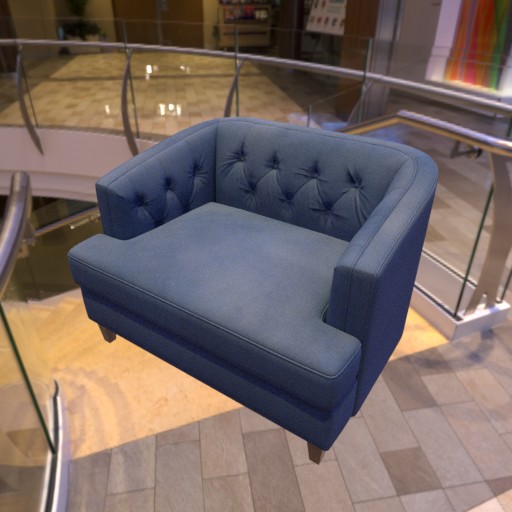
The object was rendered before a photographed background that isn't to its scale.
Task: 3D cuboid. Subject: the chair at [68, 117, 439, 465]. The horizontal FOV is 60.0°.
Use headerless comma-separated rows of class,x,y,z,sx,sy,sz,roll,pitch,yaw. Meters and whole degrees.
chair,0.000,0.000,1.710,1.118,0.787,0.914,20,36,29
